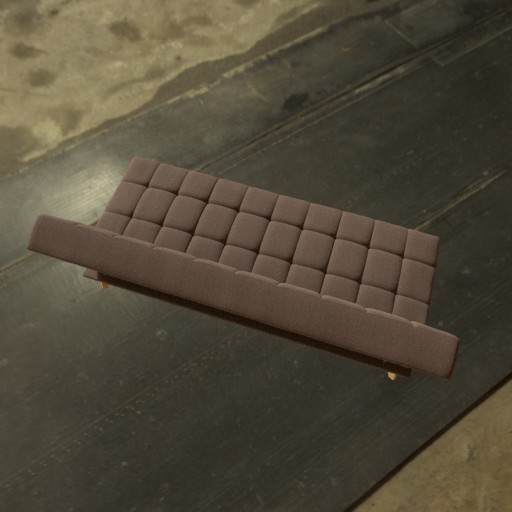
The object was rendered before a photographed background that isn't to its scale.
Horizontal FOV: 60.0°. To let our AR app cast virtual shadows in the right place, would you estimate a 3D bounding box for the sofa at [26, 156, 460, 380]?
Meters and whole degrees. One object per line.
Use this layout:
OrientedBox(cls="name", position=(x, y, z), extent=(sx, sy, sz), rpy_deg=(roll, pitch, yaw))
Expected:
OrientedBox(cls="sofa", position=(0.000, 0.000, 2.240), extent=(1.800, 0.810, 0.860), rpy_deg=(16, 65, 8))
